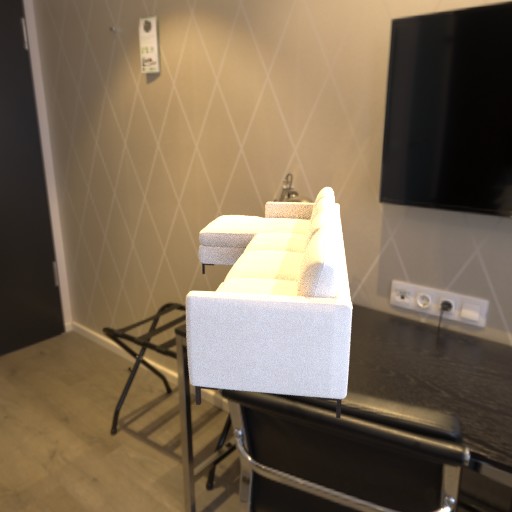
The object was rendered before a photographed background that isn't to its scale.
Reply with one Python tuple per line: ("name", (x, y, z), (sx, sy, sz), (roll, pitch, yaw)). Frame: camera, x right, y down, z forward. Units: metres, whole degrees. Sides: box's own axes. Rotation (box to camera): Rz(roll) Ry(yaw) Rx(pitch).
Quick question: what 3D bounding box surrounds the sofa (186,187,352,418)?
("sofa", (0.000, 0.000, 3.823), (1.467, 0.875, 3.186), (2, 16, 9))
